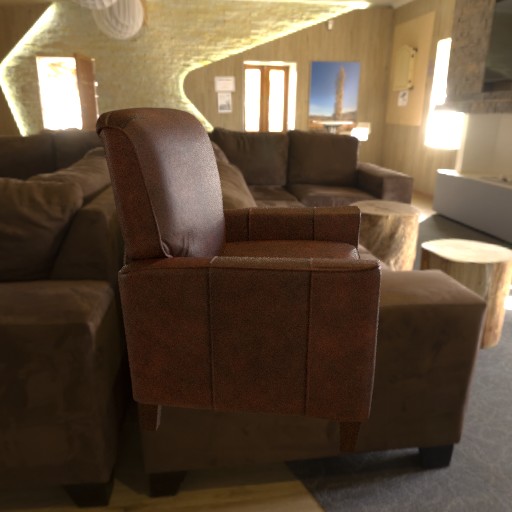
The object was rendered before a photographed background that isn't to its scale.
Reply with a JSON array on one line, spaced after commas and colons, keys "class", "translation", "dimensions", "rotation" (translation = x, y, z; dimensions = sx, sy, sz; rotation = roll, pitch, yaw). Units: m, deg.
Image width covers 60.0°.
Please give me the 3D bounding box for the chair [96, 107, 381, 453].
[{"class": "chair", "translation": [0.000, 0.000, 1.642], "dimensions": [0.836, 1.043, 0.843], "rotation": [3, 18, 8]}]
